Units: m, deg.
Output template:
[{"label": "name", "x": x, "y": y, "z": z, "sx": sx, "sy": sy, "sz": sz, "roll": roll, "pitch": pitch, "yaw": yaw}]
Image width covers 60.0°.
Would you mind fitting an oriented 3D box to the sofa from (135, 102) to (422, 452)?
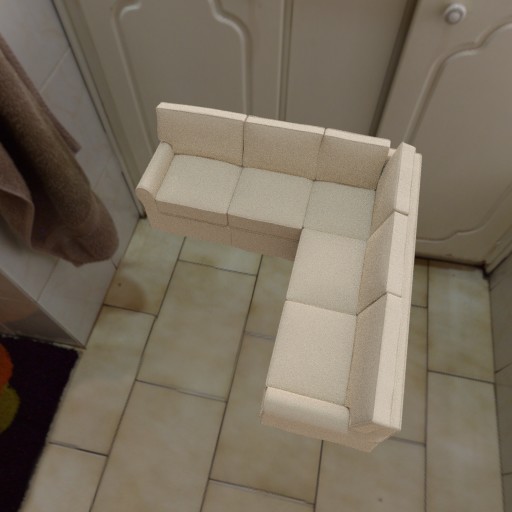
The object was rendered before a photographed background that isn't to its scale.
[{"label": "sofa", "x": 0.000, "y": 0.000, "z": 3.950, "sx": 2.591, "sy": 1.070, "sz": 2.597, "roll": 12, "pitch": 60, "yaw": 7}]
